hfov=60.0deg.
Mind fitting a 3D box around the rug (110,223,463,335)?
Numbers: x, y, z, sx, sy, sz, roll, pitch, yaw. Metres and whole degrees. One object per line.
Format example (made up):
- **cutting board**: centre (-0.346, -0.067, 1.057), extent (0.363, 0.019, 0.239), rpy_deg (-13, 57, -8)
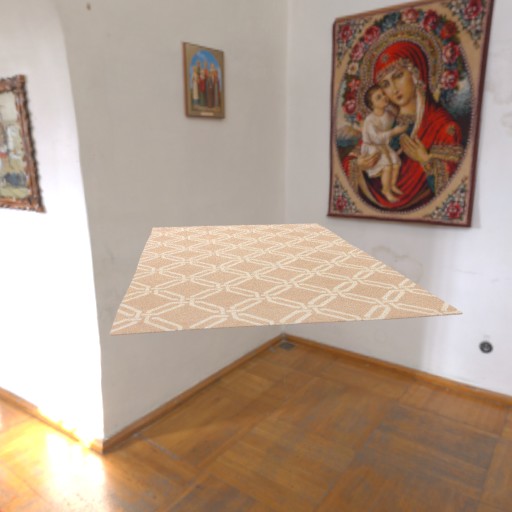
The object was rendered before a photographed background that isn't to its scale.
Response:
- **rug**: centre (0.000, 0.000, 2.221), extent (1.146, 0.010, 1.745), rpy_deg (-2, 14, -8)
